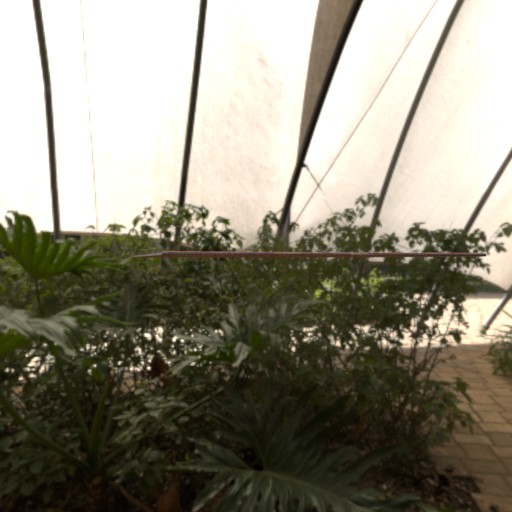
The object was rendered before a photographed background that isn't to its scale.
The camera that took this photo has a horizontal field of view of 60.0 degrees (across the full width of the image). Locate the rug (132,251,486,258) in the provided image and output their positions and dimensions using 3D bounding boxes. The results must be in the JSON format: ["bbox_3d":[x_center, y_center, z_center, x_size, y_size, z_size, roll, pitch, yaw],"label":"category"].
[{"bbox_3d":[0.000,0.000,3.057,1.539,0.018,2.449,0,0,-18],"label":"rug"}]
